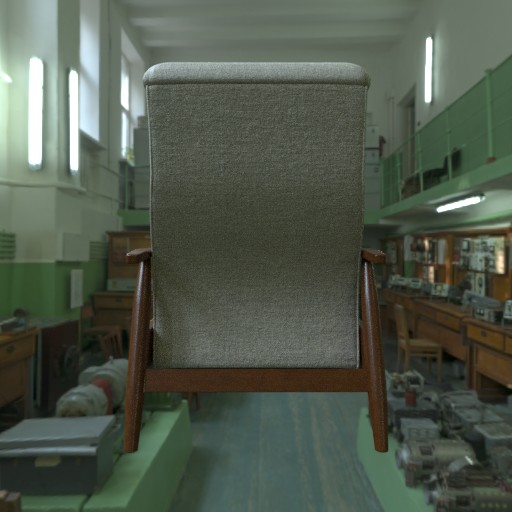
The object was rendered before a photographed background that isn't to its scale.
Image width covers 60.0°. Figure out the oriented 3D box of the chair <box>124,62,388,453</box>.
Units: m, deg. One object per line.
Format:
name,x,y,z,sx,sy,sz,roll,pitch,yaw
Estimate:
chair,0.000,0.000,1.710,0.762,1.082,1.014,0,0,0
